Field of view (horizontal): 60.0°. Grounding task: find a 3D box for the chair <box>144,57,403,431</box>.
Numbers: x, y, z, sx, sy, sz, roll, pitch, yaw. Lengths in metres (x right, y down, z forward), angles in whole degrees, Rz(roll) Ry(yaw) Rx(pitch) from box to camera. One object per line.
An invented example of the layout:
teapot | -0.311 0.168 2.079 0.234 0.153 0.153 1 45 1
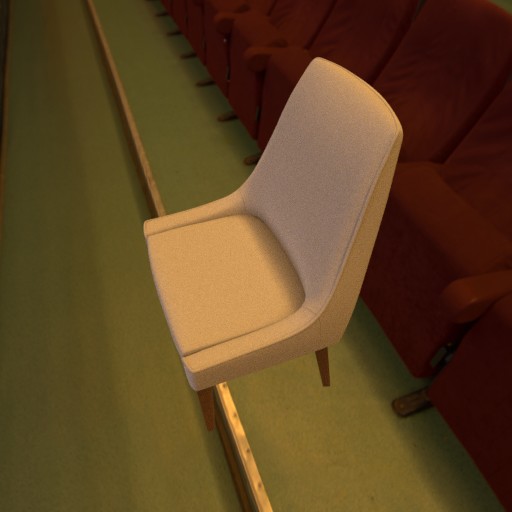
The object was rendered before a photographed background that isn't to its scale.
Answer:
chair | 0.000 0.000 1.186 0.544 0.861 0.529 -16 49 -14
